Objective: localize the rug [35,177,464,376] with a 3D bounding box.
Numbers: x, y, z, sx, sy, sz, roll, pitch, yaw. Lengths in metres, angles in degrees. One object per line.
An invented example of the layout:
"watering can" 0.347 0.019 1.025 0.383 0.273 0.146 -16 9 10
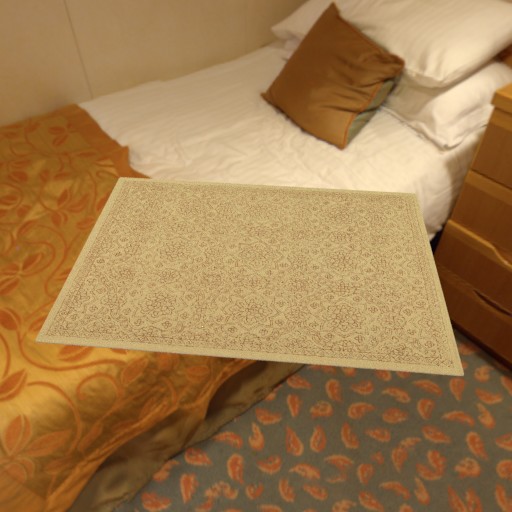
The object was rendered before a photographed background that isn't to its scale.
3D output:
"rug" 0.000 0.000 2.300 1.829 0.010 1.219 4 46 4
